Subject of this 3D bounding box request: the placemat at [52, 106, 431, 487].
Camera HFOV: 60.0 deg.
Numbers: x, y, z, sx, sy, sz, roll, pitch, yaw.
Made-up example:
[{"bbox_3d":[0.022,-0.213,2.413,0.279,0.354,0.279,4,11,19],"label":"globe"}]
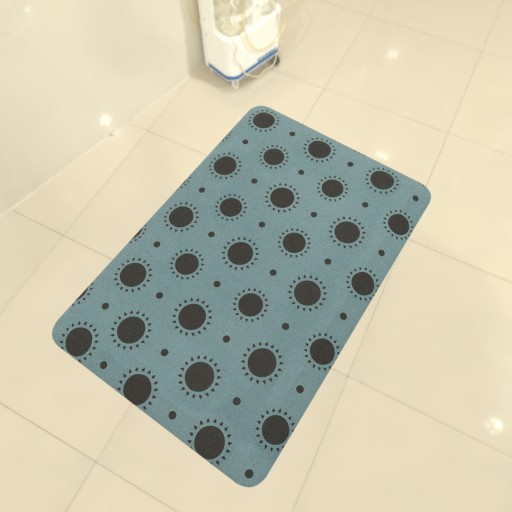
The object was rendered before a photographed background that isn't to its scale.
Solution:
[{"bbox_3d":[0.000,0.000,0.957,0.508,0.021,0.762,31,67,15],"label":"placemat"}]
